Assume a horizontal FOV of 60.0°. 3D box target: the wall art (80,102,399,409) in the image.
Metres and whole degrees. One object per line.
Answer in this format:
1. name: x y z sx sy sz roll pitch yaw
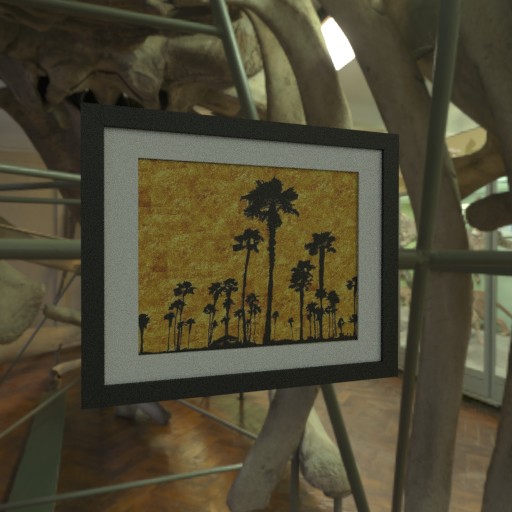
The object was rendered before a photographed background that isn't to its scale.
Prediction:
1. wall art: 0.000 0.000 0.764 0.561 0.460 0.028 0 1 -18
